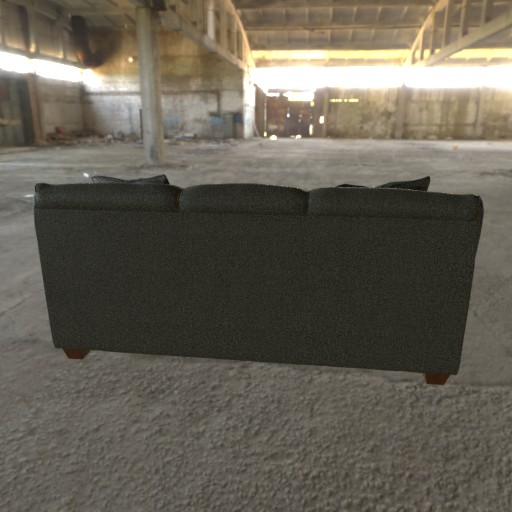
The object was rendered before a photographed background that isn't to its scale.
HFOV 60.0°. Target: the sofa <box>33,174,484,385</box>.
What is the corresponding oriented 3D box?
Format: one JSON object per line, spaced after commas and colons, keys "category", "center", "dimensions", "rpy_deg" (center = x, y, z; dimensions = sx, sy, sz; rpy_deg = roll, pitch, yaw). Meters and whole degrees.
{"category": "sofa", "center": [0.000, 0.000, 2.506], "dimensions": [2.024, 0.958, 0.997], "rpy_deg": [2, 17, 7]}
